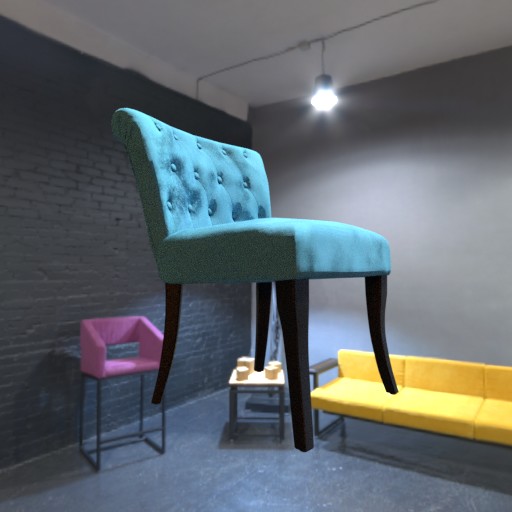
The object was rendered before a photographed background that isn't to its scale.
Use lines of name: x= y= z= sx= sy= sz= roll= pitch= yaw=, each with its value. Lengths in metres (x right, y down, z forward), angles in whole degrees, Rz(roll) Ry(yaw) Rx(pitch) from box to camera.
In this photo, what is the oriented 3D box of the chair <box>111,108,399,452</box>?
chair: x=0.000 y=0.000 z=1.199 sx=0.605 sy=0.750 sz=0.582 roll=-1 pitch=-2 yaw=37
